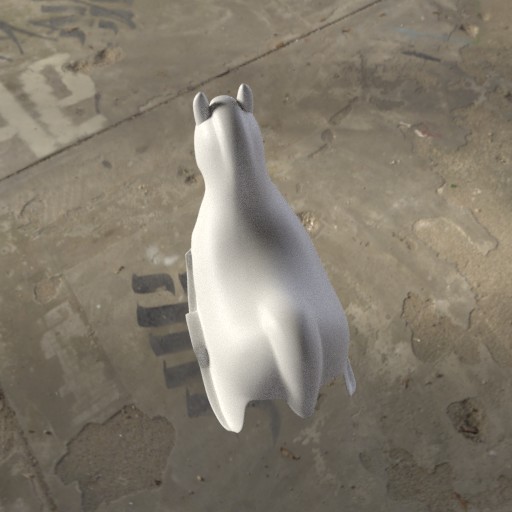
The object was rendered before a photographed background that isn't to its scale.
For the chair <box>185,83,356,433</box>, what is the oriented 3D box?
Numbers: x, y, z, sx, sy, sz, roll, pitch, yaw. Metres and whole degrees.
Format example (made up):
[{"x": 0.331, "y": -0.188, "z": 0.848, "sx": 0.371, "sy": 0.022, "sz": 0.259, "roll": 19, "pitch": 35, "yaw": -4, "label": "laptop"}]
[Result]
[{"x": 0.000, "y": 0.000, "z": 1.127, "sx": 0.429, "sy": 0.612, "sz": 0.800, "roll": -14, "pitch": 60, "yaw": -9, "label": "chair"}]
